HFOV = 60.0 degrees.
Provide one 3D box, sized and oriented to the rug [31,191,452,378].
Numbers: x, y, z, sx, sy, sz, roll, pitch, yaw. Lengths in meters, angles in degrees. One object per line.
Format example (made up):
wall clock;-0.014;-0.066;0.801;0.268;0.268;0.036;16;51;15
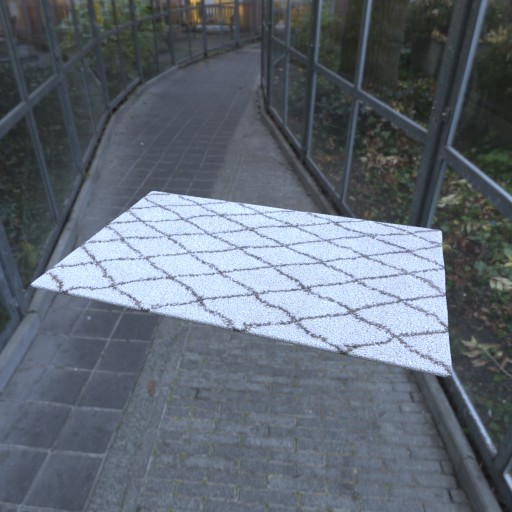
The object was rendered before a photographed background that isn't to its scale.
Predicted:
rug;0.000;0.000;3.029;2.438;0.030;1.524;10;33;15
